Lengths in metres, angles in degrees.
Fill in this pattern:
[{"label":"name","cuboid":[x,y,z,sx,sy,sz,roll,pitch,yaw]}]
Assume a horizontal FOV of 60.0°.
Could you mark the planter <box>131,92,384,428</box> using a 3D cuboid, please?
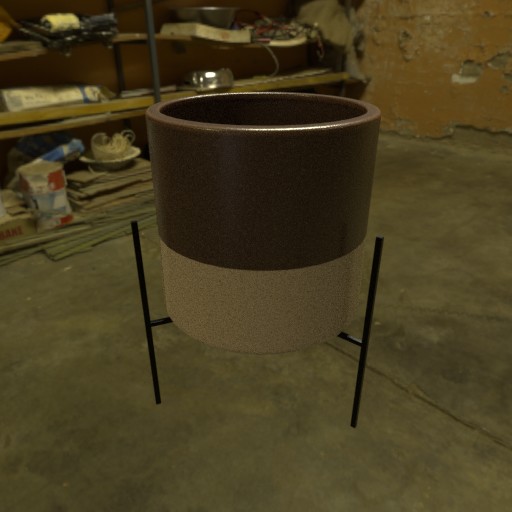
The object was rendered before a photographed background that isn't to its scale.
[{"label":"planter","cuboid":[0.000,0.000,0.537,0.250,0.353,0.260,1,27,2]}]
